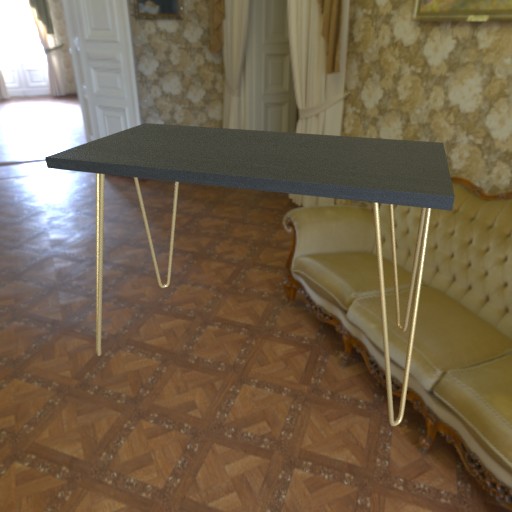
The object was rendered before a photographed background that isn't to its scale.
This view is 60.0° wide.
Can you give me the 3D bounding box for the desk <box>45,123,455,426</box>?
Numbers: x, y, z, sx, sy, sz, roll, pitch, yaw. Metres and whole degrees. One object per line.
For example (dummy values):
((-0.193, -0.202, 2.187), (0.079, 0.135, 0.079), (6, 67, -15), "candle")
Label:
((0.000, 0.000, 1.374), (0.991, 0.660, 0.499), (8, 28, 16), "desk")
